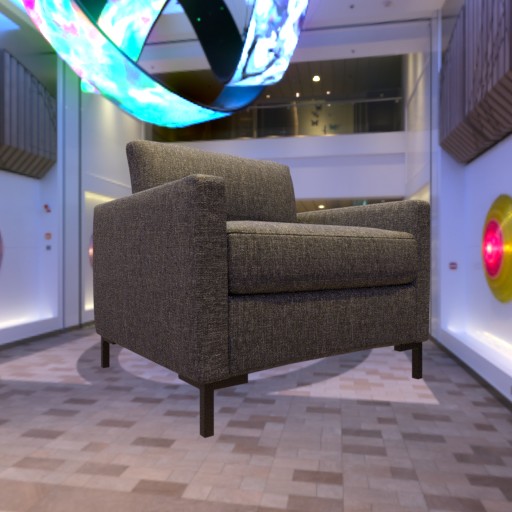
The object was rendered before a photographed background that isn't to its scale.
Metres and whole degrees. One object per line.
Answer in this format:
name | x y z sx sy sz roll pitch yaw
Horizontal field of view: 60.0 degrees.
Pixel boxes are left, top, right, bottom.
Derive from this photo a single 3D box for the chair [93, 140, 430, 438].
chair | 0.000 0.000 1.630 0.963 0.861 0.866 0 0 -36
